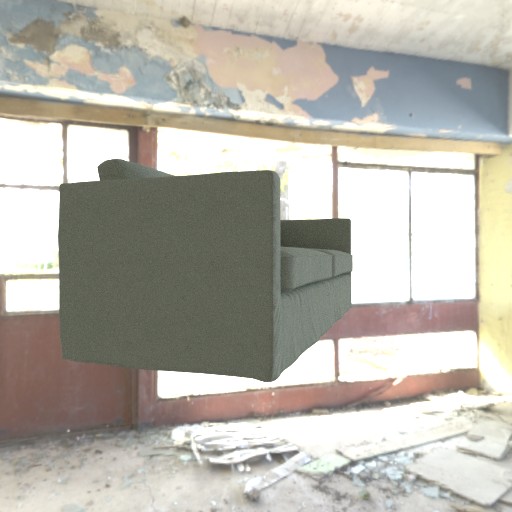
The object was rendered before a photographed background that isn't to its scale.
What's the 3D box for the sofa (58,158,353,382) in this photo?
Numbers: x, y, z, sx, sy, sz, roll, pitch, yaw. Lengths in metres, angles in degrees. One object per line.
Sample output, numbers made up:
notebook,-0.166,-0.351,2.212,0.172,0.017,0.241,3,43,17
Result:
sofa,0.000,0.000,2.732,0.962,0.853,2.312,0,0,19
